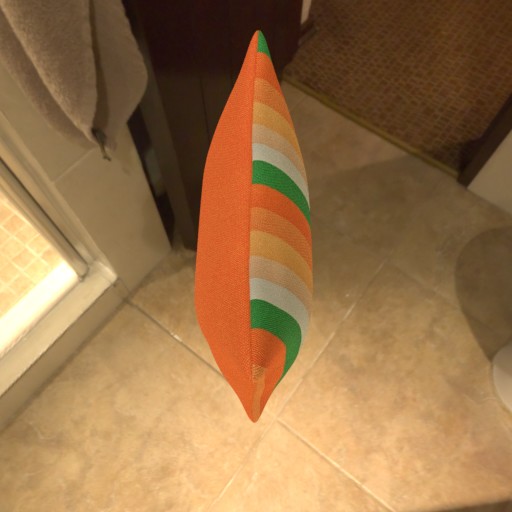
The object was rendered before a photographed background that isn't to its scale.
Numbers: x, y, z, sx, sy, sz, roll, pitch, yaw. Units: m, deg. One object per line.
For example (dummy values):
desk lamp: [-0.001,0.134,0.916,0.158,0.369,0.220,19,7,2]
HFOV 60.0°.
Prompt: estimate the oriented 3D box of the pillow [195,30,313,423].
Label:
pillow: [0.000,0.000,0.690,0.169,0.444,0.453,1,65,0]
